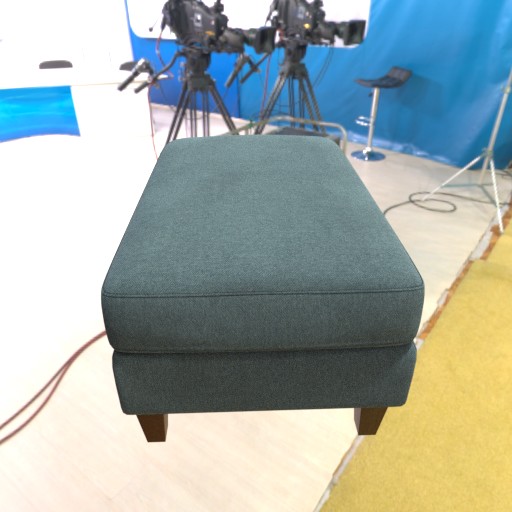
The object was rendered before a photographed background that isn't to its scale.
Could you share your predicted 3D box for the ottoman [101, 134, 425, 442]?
[{"bbox_3d":[0.000,0.000,1.188,0.584,0.483,0.864,-1,31,-2],"label":"ottoman"}]
